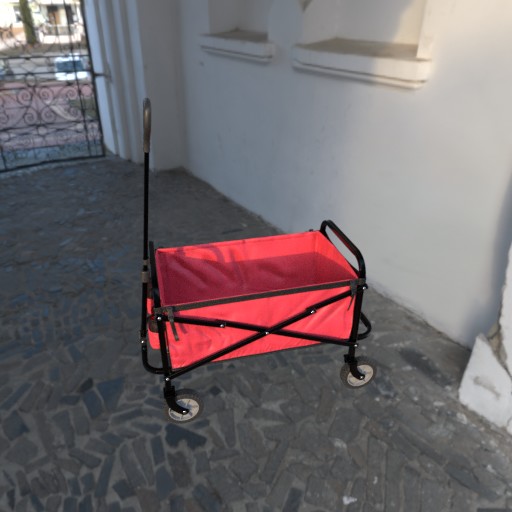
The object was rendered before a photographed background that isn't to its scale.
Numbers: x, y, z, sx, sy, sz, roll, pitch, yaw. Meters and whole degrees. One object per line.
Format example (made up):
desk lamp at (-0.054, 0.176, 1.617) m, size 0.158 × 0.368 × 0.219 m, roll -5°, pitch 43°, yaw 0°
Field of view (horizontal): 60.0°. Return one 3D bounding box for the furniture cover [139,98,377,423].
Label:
furniture cover at (0.000, 0.000, 1.860) m, size 1.038 × 1.295 × 0.532 m, roll -7°, pitch 30°, yaw -12°
